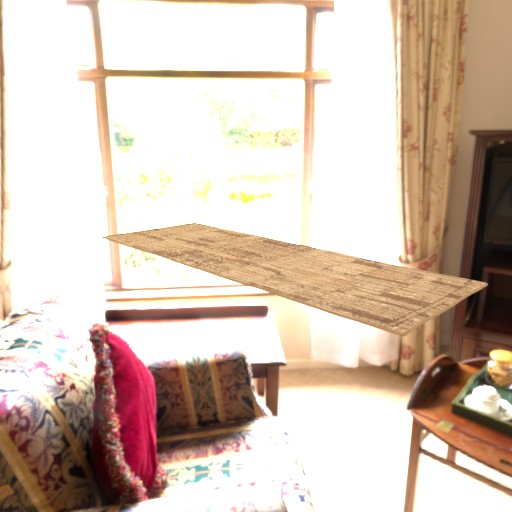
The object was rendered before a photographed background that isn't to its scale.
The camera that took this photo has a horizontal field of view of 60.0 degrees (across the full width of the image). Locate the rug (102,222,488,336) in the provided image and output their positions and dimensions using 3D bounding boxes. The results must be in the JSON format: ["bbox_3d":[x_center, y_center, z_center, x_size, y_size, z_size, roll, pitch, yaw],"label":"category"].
[{"bbox_3d":[0.000,0.000,2.703,0.857,0.018,2.383,-14,20,-43],"label":"rug"}]
